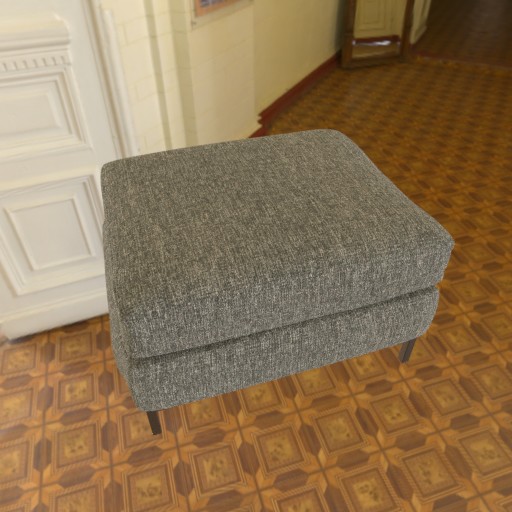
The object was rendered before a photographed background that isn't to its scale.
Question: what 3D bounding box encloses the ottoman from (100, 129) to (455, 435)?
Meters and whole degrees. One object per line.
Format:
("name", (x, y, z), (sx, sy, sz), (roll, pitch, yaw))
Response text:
("ottoman", (0.000, 0.000, 1.257), (0.828, 0.480, 0.683), (-12, 42, -13))
